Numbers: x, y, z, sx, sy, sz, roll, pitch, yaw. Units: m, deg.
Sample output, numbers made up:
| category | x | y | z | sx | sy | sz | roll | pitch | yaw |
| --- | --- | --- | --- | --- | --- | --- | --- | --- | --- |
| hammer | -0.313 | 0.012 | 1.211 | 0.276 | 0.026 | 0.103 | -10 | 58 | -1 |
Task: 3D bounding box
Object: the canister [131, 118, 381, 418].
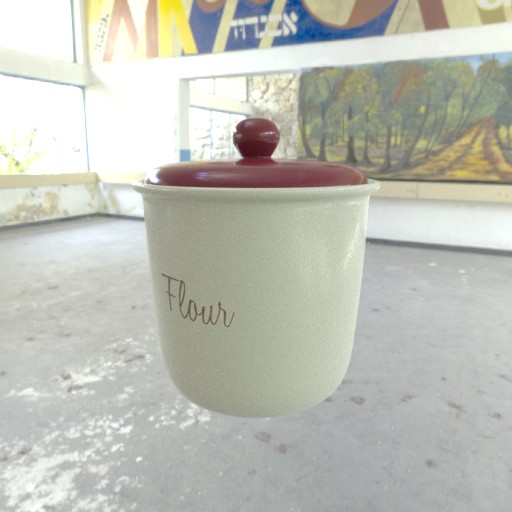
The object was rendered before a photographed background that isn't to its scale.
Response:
| category | x | y | z | sx | sy | sz | roll | pitch | yaw |
| --- | --- | --- | --- | --- | --- | --- | --- | --- | --- |
| canister | 0.000 | 0.000 | 0.348 | 0.182 | 0.208 | 0.182 | 0 | 13 | 0 |
